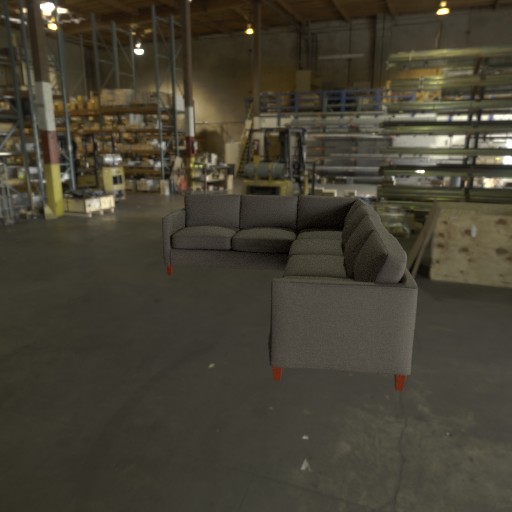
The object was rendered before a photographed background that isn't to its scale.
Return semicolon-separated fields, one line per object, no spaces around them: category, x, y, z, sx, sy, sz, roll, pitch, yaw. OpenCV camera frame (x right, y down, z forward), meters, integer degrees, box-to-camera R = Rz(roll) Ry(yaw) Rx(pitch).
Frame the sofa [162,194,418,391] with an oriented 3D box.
sofa;0.000;0.000;4.493;2.593;0.947;3.302;2;14;9
